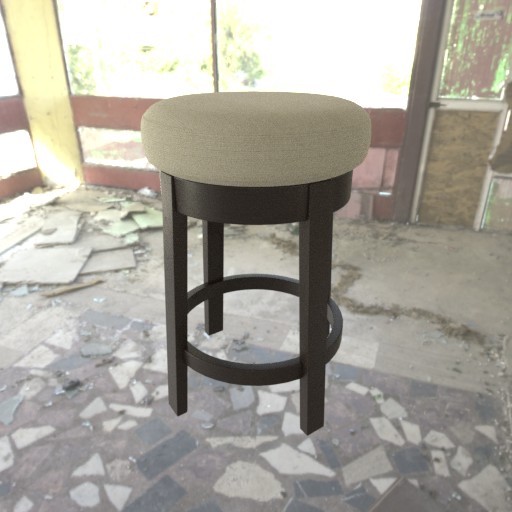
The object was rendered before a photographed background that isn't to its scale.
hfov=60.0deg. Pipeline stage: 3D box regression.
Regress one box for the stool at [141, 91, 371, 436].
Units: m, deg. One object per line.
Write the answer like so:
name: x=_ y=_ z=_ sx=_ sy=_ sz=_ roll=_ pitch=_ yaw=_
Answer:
stool: x=0.000 y=0.000 z=0.964 sx=0.449 sy=0.655 sz=0.449 roll=0 pitch=26 yaw=0
